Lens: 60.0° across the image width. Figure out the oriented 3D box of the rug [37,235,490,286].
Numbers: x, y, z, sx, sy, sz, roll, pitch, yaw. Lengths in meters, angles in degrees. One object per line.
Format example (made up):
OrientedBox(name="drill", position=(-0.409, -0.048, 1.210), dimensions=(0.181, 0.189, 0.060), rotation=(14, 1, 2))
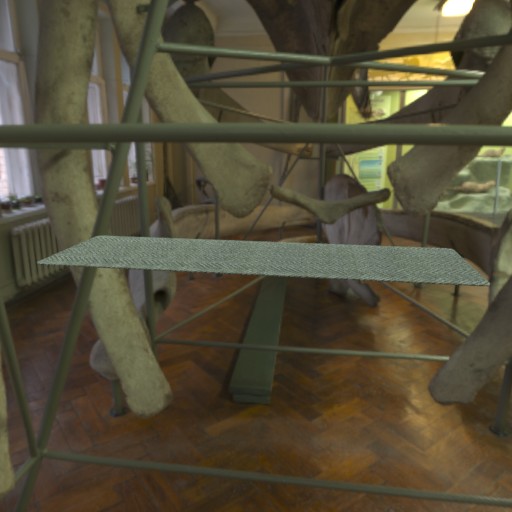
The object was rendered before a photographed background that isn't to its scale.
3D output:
OrientedBox(name="rug", position=(0.000, 0.000, 2.517), dimensions=(2.286, 0.008, 0.686), rotation=(2, 15, 9))
